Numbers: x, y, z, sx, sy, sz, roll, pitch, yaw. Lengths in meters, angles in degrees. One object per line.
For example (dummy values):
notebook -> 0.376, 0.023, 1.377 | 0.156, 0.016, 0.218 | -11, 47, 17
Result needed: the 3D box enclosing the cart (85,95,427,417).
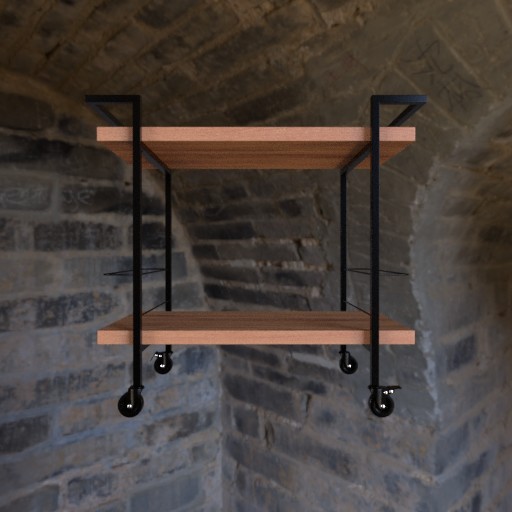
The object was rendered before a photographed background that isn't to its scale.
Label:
cart -> 0.000, 0.000, 1.241 | 0.806, 0.762, 0.406 | 0, 0, 0
